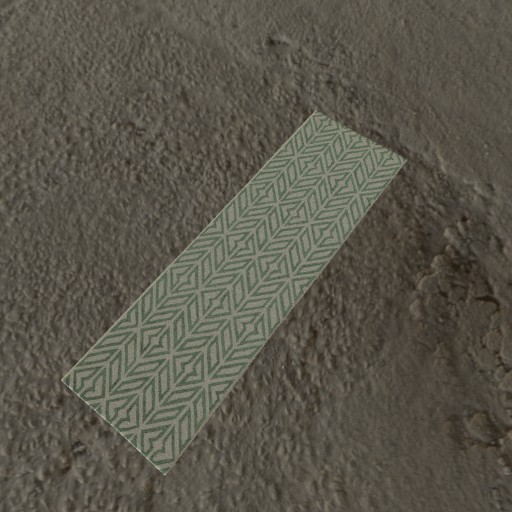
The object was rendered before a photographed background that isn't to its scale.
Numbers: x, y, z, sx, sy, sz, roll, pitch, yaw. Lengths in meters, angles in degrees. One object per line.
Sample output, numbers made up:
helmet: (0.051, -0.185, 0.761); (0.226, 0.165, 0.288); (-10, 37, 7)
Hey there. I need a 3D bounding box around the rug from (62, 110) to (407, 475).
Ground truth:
rug: (0.000, 0.000, 2.693); (0.750, 0.009, 2.435); (34, 68, 16)
